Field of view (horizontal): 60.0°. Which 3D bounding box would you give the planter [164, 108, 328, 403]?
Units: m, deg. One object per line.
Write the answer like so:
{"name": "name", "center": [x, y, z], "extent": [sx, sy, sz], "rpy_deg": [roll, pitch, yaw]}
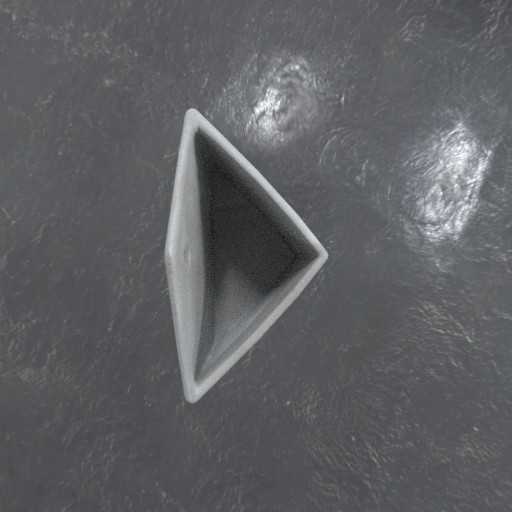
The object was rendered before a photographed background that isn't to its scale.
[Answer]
{"name": "planter", "center": [0.000, 0.000, 0.280], "extent": [0.080, 0.194, 0.163], "rpy_deg": [0, 90, 0]}
